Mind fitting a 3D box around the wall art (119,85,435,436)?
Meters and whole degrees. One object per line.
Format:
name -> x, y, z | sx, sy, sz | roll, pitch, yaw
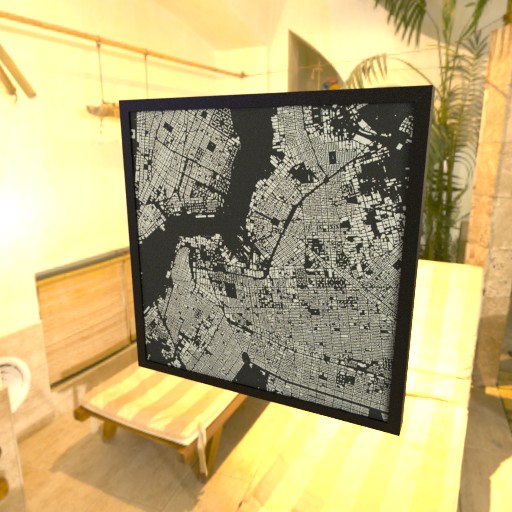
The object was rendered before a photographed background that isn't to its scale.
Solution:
wall art -> 0.000, 0.000, 0.737 | 0.506, 0.506, 0.038 | 7, 16, 25
